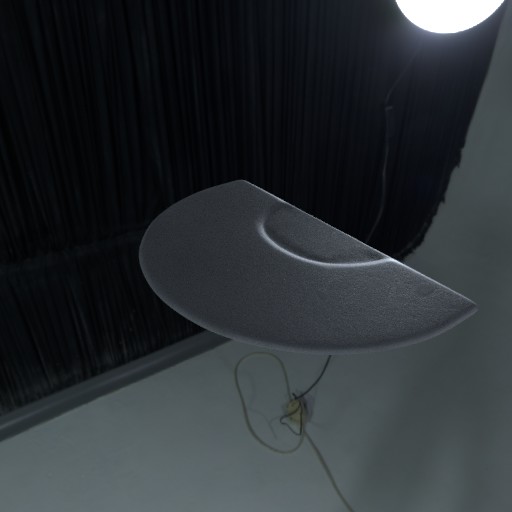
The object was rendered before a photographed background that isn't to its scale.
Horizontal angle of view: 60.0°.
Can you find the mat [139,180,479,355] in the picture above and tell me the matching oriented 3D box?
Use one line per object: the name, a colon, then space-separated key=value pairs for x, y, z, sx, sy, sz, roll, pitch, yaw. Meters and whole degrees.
mat: x=0.000 y=0.000 z=1.885 sx=0.917 sy=0.016 sz=1.525 roll=-21 pitch=37 yaw=-30
